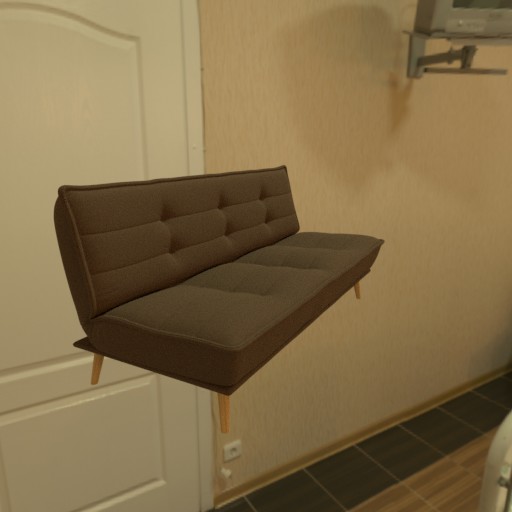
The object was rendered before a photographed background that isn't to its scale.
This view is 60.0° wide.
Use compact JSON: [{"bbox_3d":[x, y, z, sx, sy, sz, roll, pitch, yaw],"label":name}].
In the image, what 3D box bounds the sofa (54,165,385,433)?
[{"bbox_3d":[0.000,0.000,2.421,0.950,0.890,1.940,8,16,28],"label":"sofa"}]
